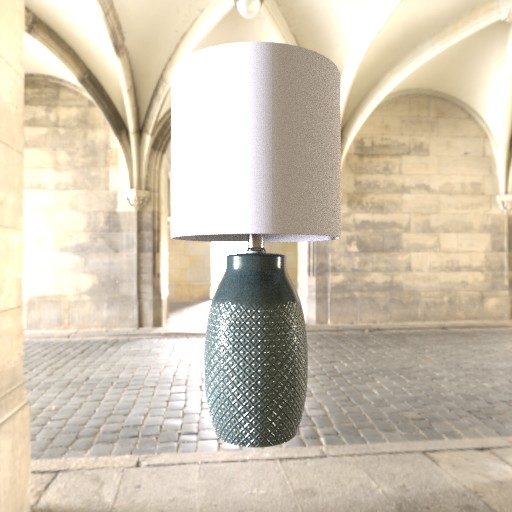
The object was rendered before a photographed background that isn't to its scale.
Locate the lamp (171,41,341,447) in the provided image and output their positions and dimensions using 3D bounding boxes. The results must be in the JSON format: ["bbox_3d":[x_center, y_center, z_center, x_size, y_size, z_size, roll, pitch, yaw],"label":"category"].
[{"bbox_3d":[0.000,0.000,0.575,0.217,0.453,0.217,0,-1,36],"label":"lamp"}]
